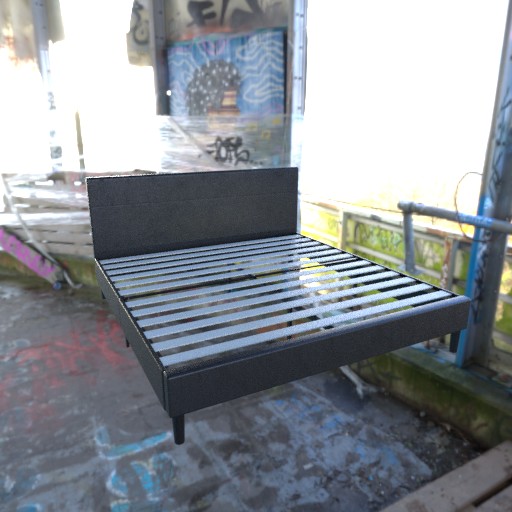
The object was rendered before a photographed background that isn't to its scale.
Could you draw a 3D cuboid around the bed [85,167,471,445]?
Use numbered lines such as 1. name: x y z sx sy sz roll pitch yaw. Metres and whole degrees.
1. bed: 0.000 0.000 3.284 2.018 1.046 2.152 -8 19 -26
